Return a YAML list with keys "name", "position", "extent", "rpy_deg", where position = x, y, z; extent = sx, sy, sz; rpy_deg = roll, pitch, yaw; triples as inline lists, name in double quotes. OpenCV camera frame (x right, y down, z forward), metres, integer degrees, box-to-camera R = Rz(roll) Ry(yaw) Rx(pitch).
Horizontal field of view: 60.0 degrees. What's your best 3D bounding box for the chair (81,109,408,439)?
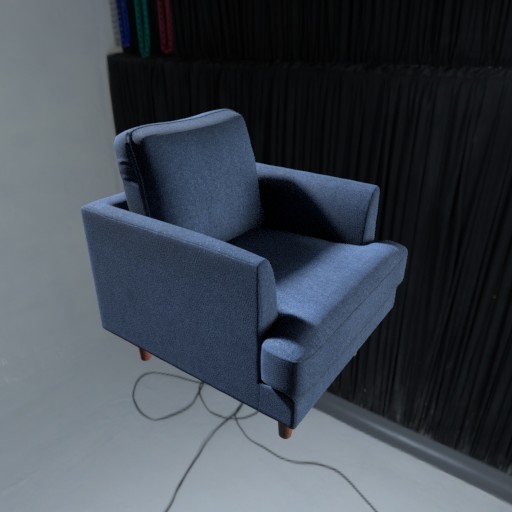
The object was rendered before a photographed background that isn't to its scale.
- name: "chair"
  position: [0.000, 0.000, 1.657]
  extent: [0.899, 0.957, 0.858]
  rpy_deg: [18, 31, 31]
